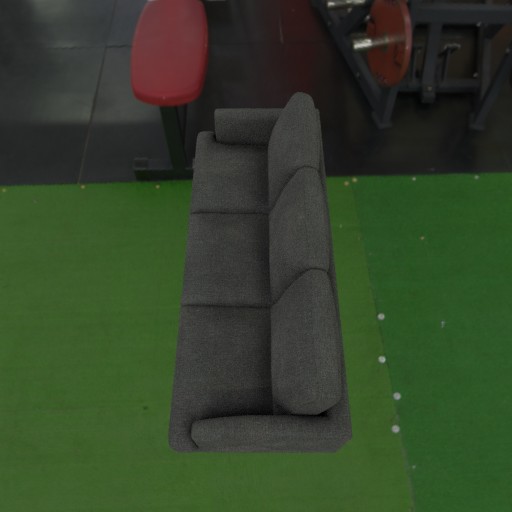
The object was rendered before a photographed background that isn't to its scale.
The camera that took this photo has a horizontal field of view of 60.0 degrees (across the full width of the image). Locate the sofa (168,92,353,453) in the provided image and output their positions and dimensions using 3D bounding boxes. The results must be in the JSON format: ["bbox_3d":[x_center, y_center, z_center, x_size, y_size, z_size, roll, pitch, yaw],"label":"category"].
[{"bbox_3d":[0.000,0.000,2.783,0.903,0.930,2.246,0,59,0],"label":"sofa"}]
